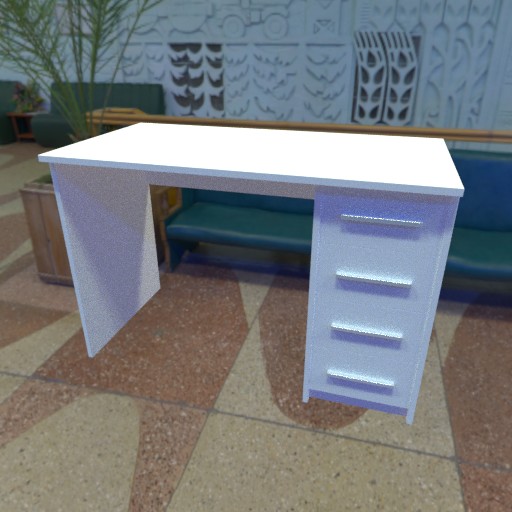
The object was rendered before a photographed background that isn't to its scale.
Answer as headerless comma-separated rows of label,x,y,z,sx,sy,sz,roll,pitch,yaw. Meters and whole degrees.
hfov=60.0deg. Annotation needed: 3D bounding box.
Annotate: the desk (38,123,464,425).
desk,0.000,0.000,1.486,1.096,0.730,0.560,7,27,15
